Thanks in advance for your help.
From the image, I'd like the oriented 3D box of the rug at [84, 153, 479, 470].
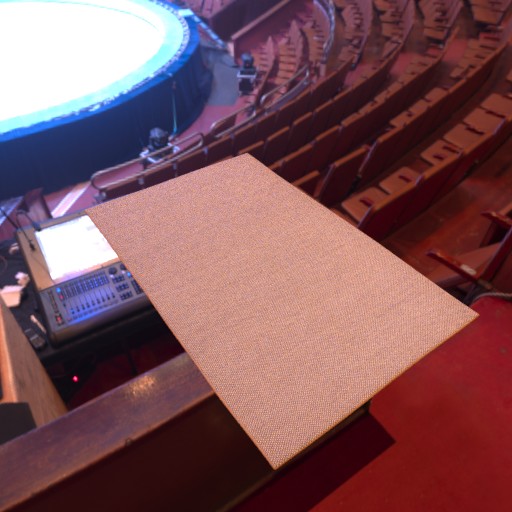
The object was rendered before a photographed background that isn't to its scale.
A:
[{"bbox_3d":[0.000,0.000,2.099,1.078,0.013,1.678,-26,48,-26],"label":"rug"}]
